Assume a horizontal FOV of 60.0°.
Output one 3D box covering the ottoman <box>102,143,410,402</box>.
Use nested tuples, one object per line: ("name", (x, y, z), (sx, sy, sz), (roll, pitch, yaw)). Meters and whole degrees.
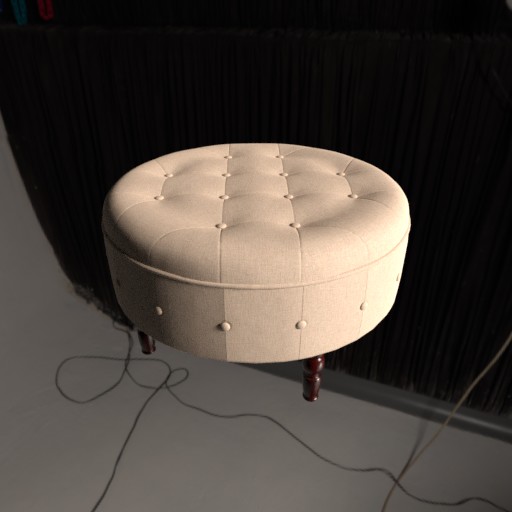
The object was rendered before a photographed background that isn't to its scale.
("ottoman", (0.000, 0.000, 1.354), (0.848, 0.494, 0.848), (0, 30, 0))
